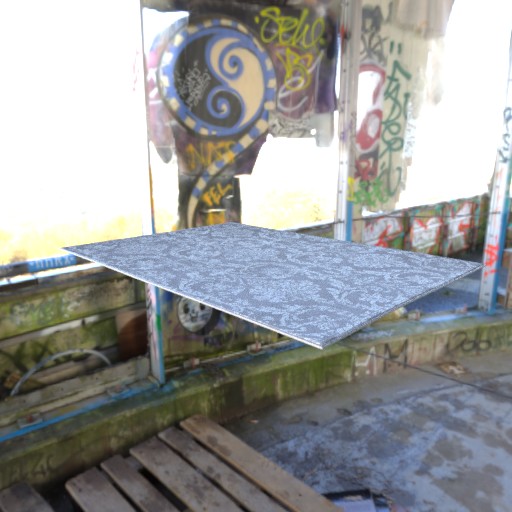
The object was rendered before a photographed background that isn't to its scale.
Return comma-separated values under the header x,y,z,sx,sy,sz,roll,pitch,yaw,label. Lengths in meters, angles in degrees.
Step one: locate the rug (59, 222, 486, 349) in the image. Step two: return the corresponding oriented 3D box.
x,y,z,sx,sy,sz,roll,pitch,yaw,label
0.000,0.000,2.790,2.206,0.014,1.578,13,19,43,rug
